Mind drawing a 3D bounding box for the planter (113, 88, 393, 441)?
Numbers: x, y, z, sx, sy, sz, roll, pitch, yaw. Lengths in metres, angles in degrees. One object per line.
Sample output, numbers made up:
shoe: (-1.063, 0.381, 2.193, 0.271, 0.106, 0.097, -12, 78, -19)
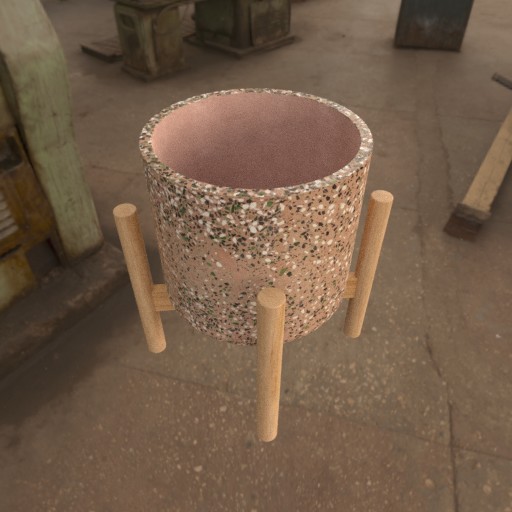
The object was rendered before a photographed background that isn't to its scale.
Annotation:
planter: (0.000, 0.000, 0.534, 0.284, 0.320, 0.284, 12, 43, 13)
